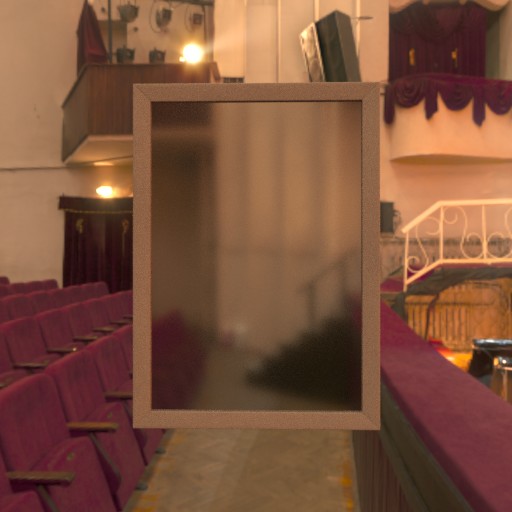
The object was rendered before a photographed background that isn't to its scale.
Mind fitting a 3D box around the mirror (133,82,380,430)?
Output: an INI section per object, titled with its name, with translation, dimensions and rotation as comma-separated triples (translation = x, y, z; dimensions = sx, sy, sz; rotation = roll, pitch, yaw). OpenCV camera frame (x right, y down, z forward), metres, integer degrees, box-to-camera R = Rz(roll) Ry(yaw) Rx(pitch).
[mirror]
translation = 0.000, 0.000, 0.928
dimensions = 0.507, 0.710, 0.040
rotation = 0, 0, 1
